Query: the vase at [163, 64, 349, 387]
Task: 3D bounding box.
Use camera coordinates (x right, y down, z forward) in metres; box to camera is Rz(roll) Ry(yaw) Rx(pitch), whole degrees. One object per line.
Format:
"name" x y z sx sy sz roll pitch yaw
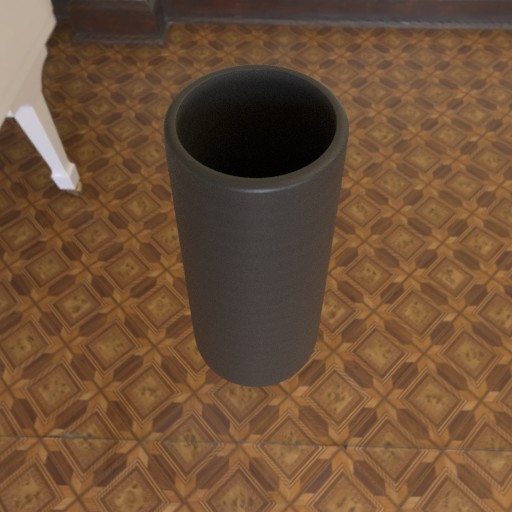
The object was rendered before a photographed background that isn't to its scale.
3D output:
"vase" 0.000 0.000 0.372 0.136 0.289 0.136 12 58 8
